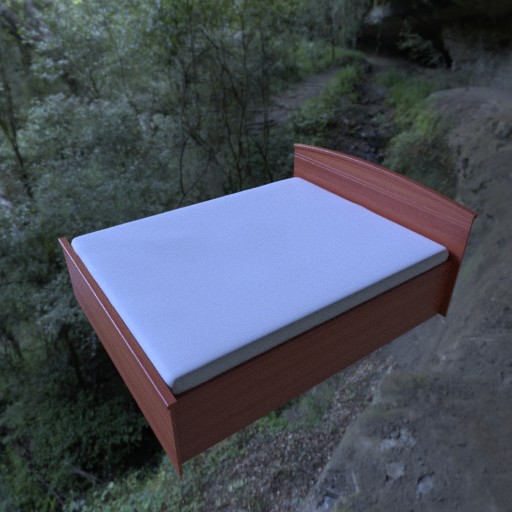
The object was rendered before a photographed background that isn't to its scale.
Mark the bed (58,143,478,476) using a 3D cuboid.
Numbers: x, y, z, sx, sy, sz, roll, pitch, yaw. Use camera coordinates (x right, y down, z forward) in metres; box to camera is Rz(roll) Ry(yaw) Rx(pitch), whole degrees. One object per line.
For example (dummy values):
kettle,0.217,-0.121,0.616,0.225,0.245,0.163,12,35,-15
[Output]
bed,0.000,0.000,2.915,2.053,0.848,1.683,-20,37,-29
